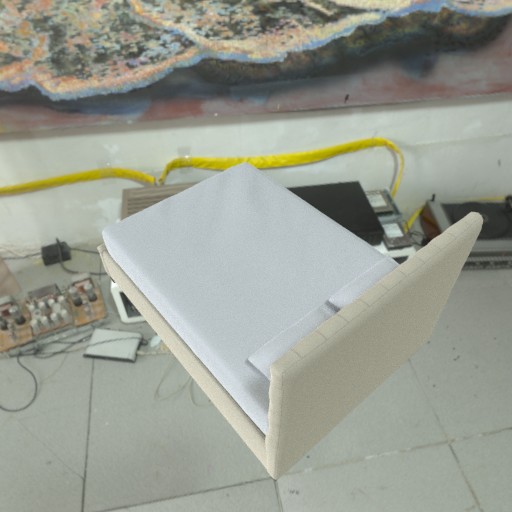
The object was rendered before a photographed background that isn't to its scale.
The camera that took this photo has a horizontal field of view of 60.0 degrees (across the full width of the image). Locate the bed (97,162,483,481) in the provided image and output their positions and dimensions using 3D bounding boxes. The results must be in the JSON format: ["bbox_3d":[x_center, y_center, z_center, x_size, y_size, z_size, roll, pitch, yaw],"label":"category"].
[{"bbox_3d":[0.000,0.000,3.444,1.698,1.427,2.387,-31,53,-27],"label":"bed"}]
